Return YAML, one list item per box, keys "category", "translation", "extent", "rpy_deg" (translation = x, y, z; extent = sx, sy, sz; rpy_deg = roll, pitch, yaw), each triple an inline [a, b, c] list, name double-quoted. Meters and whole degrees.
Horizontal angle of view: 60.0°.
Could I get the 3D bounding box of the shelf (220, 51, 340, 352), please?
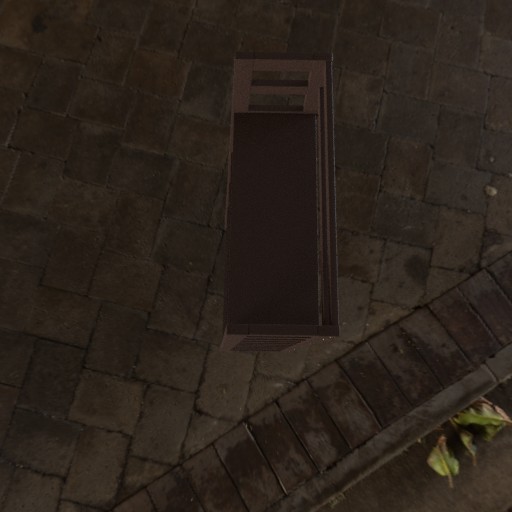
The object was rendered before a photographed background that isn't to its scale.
- category: "shelf"
  translation: [0.000, 0.000, 1.894]
  extent: [0.403, 1.600, 0.763]
  rpy_deg: [1, 77, 0]
